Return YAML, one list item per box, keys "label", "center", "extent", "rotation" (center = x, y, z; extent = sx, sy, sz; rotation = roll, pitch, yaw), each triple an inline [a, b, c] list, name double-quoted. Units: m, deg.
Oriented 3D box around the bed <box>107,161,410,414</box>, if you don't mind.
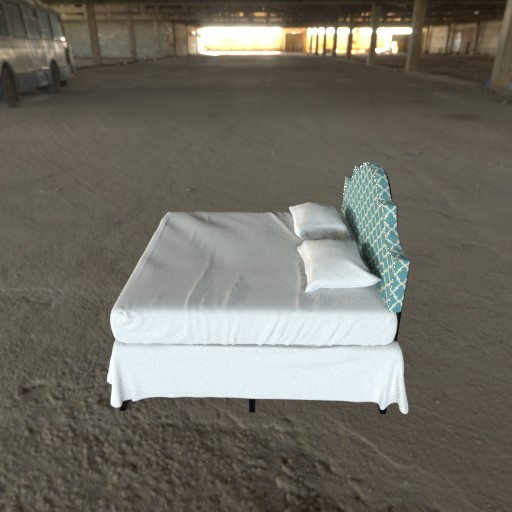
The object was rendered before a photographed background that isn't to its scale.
- label: "bed"
  center: [0.000, 0.000, 3.839]
  extent: [2.222, 1.601, 2.314]
  rotation: [0, 26, 1]
